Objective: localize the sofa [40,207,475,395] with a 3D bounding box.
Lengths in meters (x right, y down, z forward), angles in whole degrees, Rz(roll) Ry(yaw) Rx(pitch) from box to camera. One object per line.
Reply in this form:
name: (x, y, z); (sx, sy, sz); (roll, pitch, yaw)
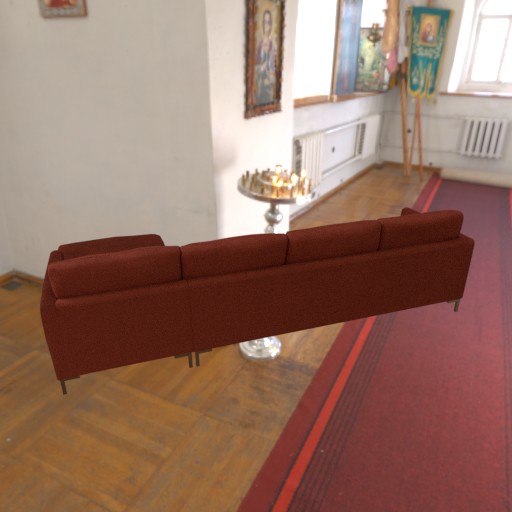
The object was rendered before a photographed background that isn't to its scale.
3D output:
sofa: (0.000, 0.000, 3.411); (2.932, 0.810, 1.350); (-8, 26, -17)
